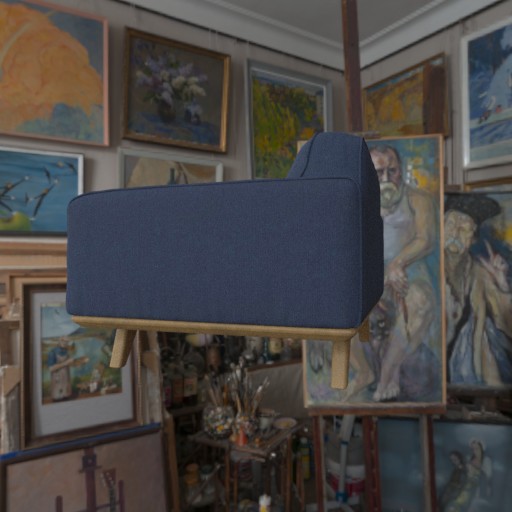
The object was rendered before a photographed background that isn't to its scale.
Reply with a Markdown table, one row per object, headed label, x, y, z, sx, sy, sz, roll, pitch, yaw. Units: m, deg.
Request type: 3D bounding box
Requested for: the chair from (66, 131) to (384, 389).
| label | x | y | z | sx | sy | sz | roll | pitch | yaw |
| --- | --- | --- | --- | --- | --- | --- | --- | --- | --- |
| chair | 0.000 | 0.000 | 1.799 | 0.953 | 0.783 | 1.118 | 0 | -1 | 19 |
